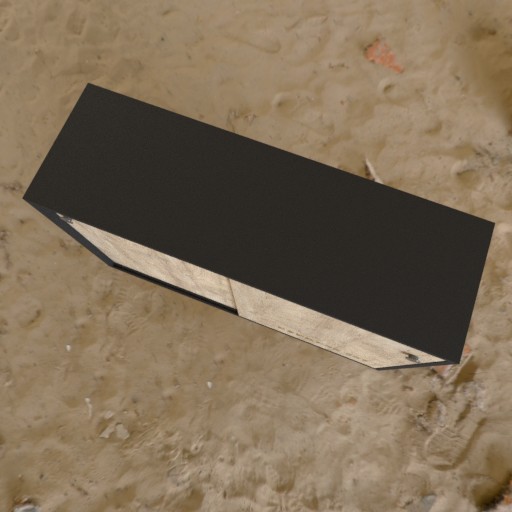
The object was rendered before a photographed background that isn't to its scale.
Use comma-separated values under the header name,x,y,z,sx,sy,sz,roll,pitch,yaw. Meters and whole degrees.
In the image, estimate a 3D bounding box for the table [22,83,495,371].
name,x,y,z,sx,sy,sz,roll,pitch,yaw
table,0.000,0.000,1.589,1.200,0.855,0.400,20,75,6
